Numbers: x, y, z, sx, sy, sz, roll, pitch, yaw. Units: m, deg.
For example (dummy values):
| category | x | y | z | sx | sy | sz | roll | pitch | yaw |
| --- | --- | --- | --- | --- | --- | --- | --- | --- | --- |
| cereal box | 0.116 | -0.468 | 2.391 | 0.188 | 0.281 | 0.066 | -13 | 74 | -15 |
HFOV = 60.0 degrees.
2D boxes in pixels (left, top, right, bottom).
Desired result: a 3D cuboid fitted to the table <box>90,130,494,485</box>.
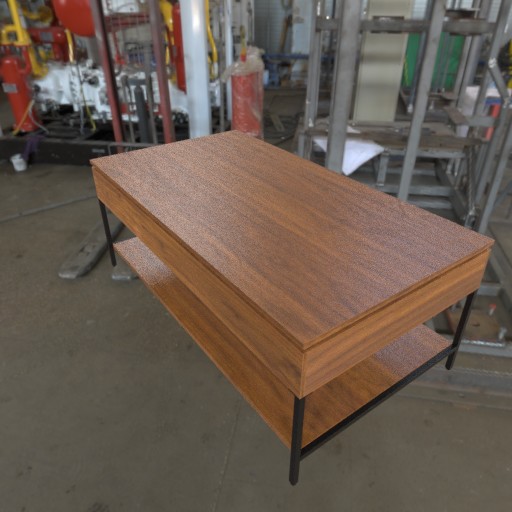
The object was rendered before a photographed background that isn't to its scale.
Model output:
| category | x | y | z | sx | sy | sz | roll | pitch | yaw |
| --- | --- | --- | --- | --- | --- | --- | --- | --- | --- |
| table | 0.000 | 0.000 | 1.336 | 0.574 | 0.414 | 1.057 | -21 | 38 | -30 |
